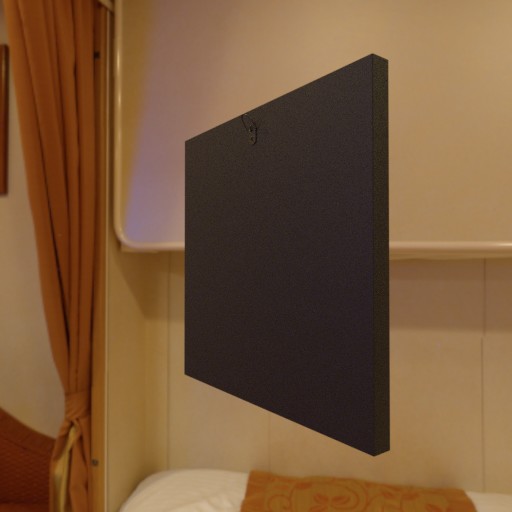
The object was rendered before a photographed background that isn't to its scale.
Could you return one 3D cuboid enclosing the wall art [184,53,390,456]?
[{"bbox_3d":[0.000,0.000,0.525,0.038,0.349,0.349,1,-1,-37],"label":"wall art"}]
